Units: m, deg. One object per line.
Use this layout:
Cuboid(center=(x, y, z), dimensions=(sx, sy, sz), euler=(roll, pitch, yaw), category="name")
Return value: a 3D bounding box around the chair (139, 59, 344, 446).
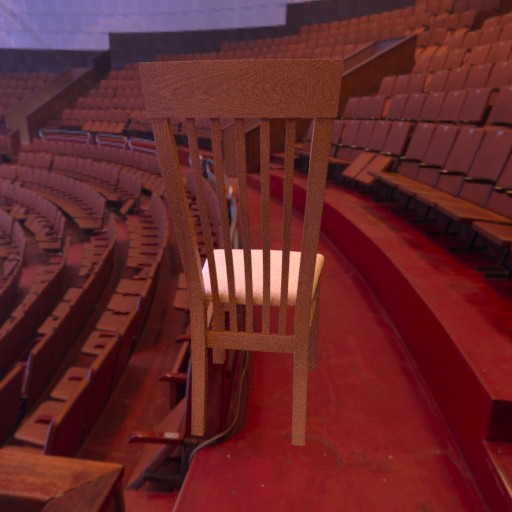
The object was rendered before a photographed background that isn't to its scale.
Cuboid(center=(0.000, 0.000, 1.371), dimensions=(0.450, 1.050, 0.580), euler=(2, 17, 8), category="chair")
